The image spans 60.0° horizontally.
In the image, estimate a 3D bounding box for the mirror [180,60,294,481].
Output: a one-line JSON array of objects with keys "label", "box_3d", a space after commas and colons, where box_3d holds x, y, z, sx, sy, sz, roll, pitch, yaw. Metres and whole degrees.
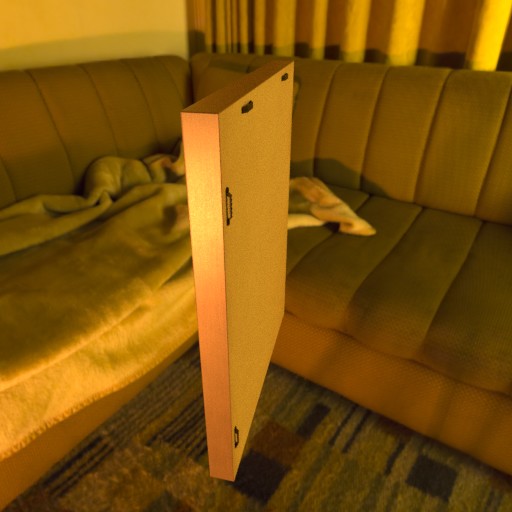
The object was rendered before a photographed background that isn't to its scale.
[{"label": "mirror", "box_3d": [0.000, 0.000, 0.678, 0.041, 0.509, 0.406, 7, 30, 11]}]
